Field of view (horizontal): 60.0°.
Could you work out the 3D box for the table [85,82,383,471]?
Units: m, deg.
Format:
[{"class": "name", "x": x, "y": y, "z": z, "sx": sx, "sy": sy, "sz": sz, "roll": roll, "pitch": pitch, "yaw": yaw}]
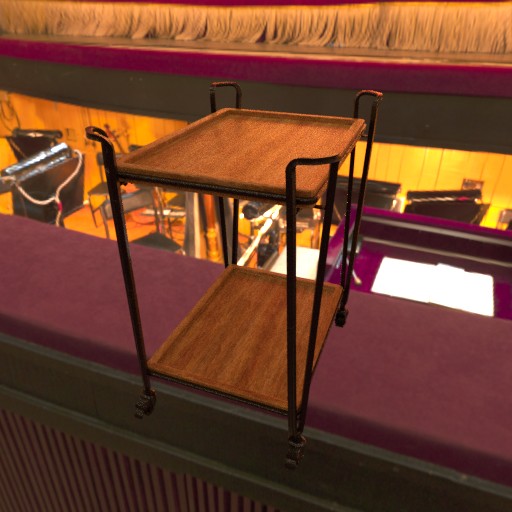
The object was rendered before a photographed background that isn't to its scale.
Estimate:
[{"class": "table", "x": 0.000, "y": 0.000, "z": 1.218, "sx": 0.505, "sy": 0.785, "sz": 0.672, "roll": 11, "pitch": 32, "yaw": 18}]
